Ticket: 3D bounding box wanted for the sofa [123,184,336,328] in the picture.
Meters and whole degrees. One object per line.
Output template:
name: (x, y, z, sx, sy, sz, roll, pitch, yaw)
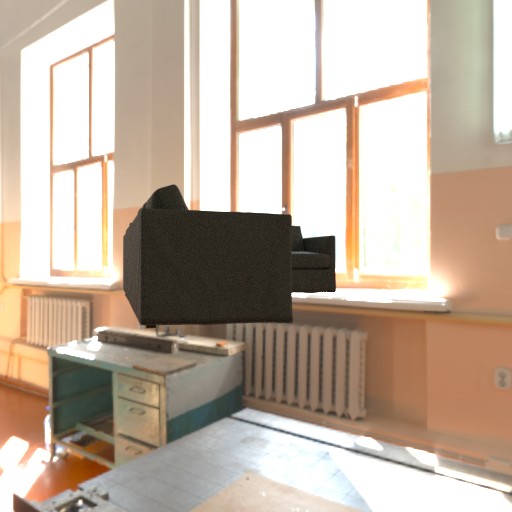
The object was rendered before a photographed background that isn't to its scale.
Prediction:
sofa: (0.000, 0.000, 4.365, 2.432, 0.871, 3.182, 0, 0, -19)
